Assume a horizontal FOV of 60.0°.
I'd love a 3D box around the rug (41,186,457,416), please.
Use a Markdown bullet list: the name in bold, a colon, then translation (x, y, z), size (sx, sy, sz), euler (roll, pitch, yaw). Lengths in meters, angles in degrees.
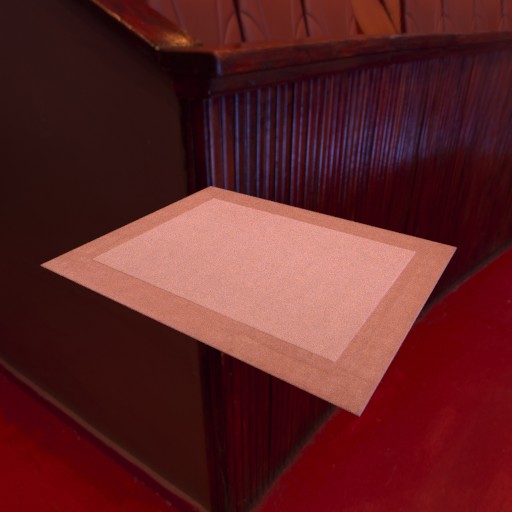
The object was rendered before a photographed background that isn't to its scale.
- **rug**: translation (0.000, 0.000, 4.146), size (3.048, 0.014, 2.438), euler (18, 34, 29)
